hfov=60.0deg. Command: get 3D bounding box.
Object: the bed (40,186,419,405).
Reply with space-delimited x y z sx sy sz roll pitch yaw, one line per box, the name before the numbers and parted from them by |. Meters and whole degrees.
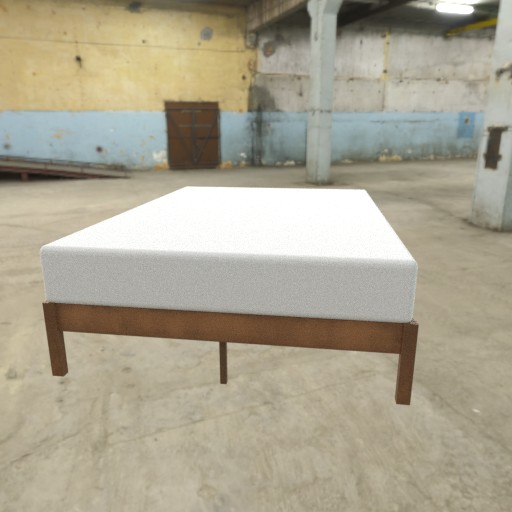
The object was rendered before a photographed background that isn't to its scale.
bed | 0.000 0.000 2.751 1.529 0.593 2.050 2 16 8
